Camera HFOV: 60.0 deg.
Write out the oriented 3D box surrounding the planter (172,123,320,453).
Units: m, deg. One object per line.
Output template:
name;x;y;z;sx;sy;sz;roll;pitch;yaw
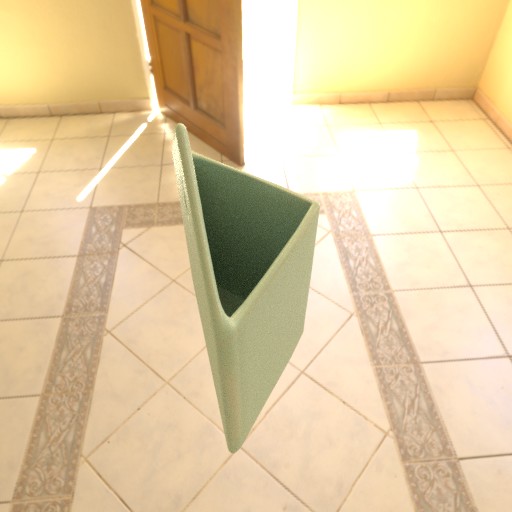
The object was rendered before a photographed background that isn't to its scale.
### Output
planter;0.000;0.000;0.285;0.079;0.197;0.164;-11;47;-10
